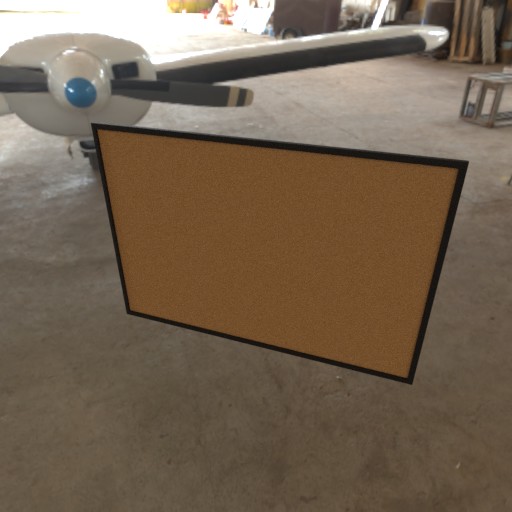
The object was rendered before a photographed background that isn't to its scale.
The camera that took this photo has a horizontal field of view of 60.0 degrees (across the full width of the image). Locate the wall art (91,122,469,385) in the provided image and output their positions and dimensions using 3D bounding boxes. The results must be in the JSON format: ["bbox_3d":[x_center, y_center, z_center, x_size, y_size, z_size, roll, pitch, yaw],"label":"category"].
[{"bbox_3d":[0.000,0.000,1.254,0.963,0.665,0.013,11,32,17],"label":"wall art"}]
